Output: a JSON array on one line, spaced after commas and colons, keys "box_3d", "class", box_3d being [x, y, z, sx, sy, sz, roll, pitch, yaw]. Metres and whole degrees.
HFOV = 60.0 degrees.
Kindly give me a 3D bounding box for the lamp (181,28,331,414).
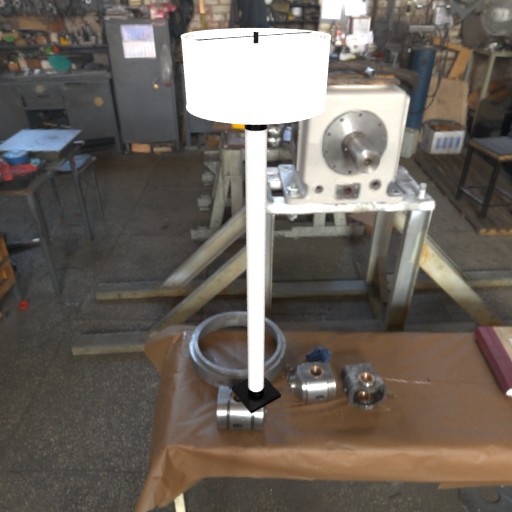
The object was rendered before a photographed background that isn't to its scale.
[{"box_3d": [0.000, 0.000, 1.627, 0.420, 1.475, 0.420, -20, 37, -29], "class": "lamp"}]
